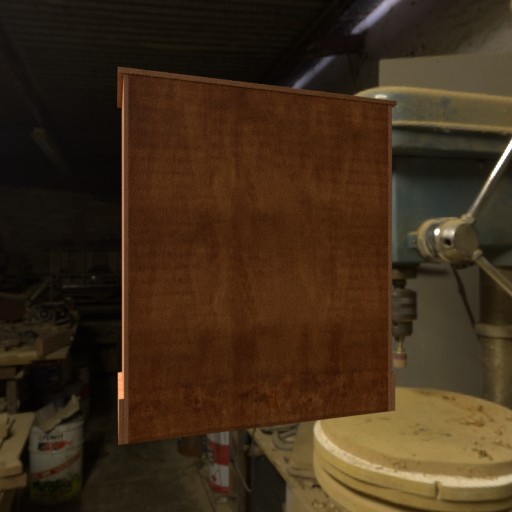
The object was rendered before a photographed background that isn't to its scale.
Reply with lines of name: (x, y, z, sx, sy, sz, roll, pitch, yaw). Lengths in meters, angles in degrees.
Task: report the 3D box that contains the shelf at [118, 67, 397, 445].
shelf: (0.000, 0.000, 1.413, 0.840, 0.980, 0.291, 0, 0, -18)
